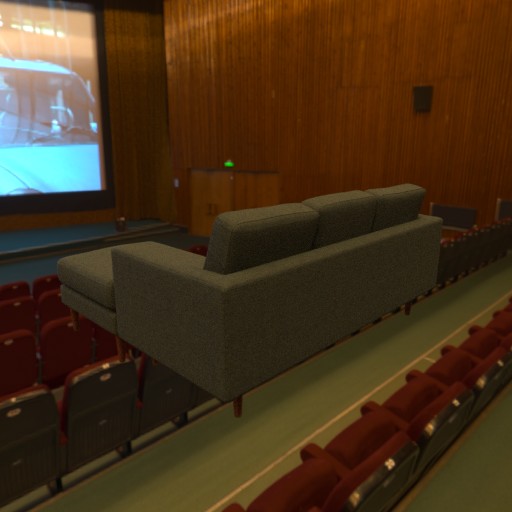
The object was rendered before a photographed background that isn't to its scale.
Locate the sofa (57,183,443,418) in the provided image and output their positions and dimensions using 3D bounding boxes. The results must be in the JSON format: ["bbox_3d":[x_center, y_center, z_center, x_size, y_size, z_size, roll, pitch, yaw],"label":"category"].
[{"bbox_3d":[0.000,0.000,3.011,1.667,0.957,2.055,15,21,43],"label":"sofa"}]
